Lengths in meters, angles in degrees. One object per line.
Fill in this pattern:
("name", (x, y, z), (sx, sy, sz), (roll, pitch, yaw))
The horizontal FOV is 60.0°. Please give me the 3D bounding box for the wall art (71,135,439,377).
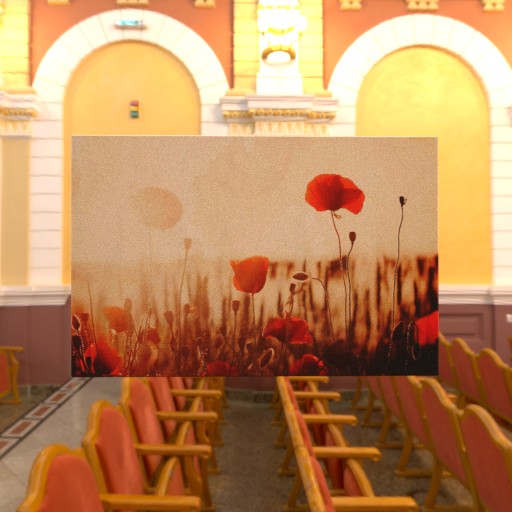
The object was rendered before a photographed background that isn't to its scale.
("wall art", (0.000, 0.000, 0.757), (0.613, 0.402, 0.040), (0, 0, -1))
